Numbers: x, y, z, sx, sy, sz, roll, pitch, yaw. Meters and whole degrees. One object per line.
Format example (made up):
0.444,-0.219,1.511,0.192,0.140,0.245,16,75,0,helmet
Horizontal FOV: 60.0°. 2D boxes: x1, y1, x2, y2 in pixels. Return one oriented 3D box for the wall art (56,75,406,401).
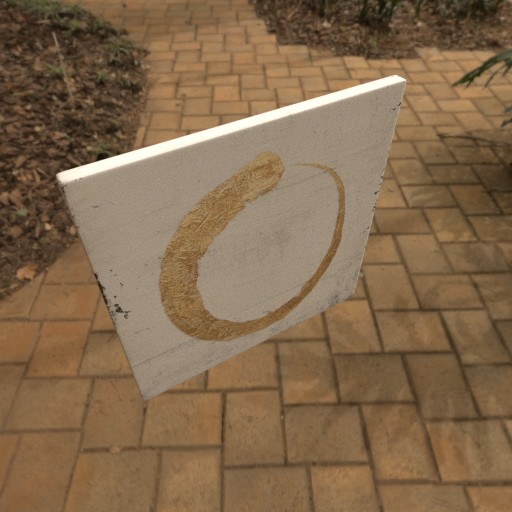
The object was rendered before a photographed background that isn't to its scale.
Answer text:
0.000,0.000,1.135,0.762,0.762,0.038,-23,50,-21,wall art
